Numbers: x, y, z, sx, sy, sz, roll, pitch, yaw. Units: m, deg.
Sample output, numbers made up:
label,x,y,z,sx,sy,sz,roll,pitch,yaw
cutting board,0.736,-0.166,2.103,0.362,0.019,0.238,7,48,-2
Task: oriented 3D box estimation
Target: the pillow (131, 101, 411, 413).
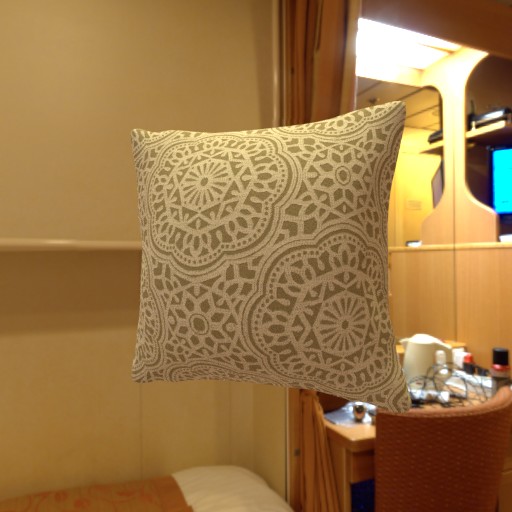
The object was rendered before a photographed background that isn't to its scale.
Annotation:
label,x,y,z,sx,sy,sz,roll,pitch,yaw
pillow,0.000,0.000,0.663,0.438,0.421,0.167,0,-1,19
